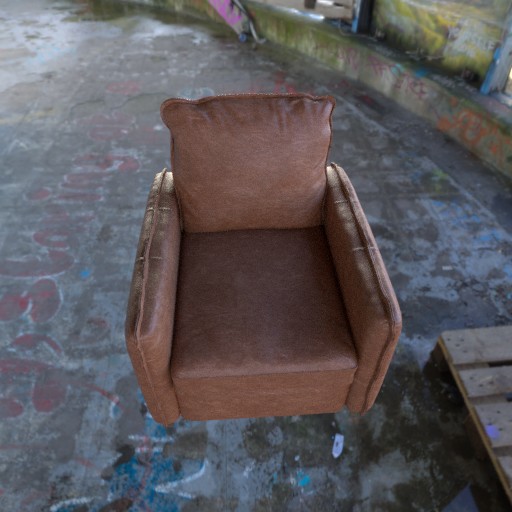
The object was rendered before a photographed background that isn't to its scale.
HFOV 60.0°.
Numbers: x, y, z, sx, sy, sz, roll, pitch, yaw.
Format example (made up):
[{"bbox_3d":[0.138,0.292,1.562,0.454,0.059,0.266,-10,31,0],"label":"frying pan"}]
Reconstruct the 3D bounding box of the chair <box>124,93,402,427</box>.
[{"bbox_3d":[0.000,0.000,1.606,0.830,0.922,0.922,-3,45,-3],"label":"chair"}]
